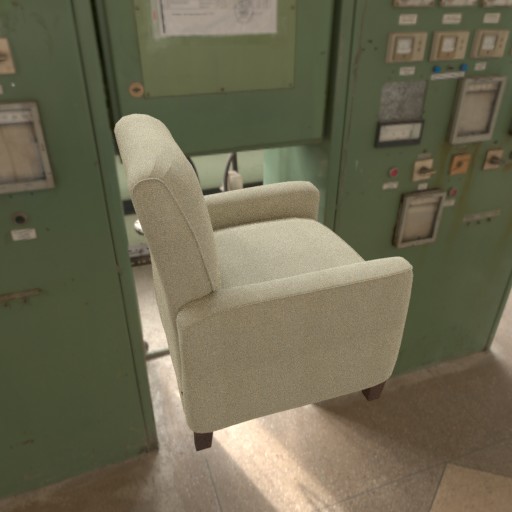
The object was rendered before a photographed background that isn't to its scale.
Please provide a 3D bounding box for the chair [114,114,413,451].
[{"bbox_3d":[0.000,0.000,1.654,0.853,1.006,0.850,-10,32,-16],"label":"chair"}]
